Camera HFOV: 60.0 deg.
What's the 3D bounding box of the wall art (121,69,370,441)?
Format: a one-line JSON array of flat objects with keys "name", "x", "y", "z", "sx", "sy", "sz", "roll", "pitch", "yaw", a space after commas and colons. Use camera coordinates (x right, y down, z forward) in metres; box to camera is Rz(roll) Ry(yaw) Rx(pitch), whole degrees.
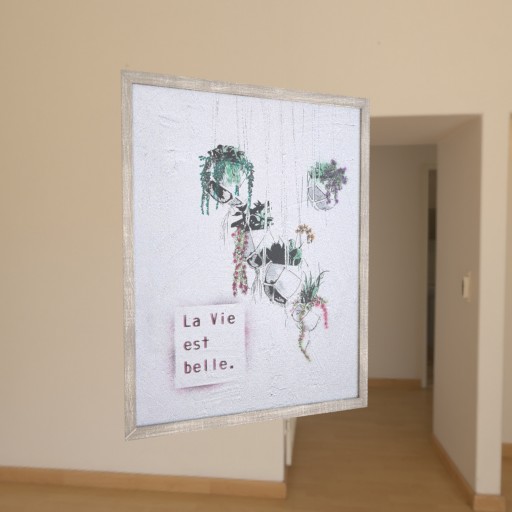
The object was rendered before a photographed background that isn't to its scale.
[{"name": "wall art", "x": 0.000, "y": 0.000, "z": 1.357, "sx": 0.781, "sy": 1.022, "sz": 0.035, "roll": -1, "pitch": 2, "yaw": -19}]
